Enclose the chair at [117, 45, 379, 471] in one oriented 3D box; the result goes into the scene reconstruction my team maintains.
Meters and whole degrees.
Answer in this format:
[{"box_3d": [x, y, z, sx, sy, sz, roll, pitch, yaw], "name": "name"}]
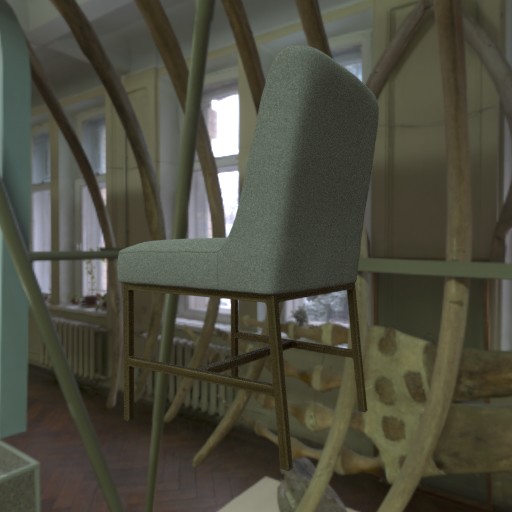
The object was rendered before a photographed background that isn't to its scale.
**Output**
[{"box_3d": [0.000, 0.000, 1.233, 0.587, 0.889, 0.508, 1, 1, 36], "name": "chair"}]
